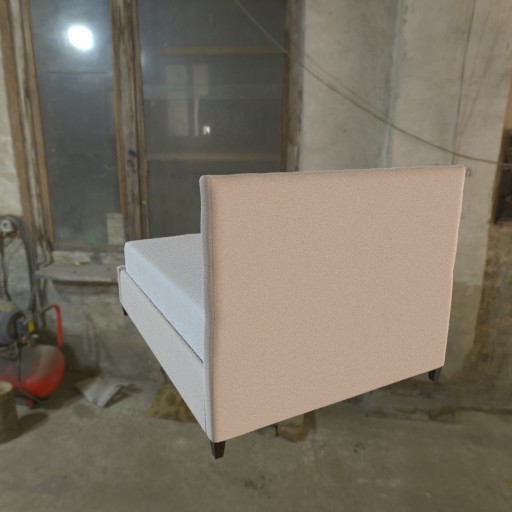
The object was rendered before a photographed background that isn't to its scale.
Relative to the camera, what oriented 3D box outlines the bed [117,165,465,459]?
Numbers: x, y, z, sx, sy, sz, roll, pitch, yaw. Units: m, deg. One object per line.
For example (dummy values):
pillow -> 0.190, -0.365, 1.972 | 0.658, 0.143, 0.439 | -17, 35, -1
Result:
bed -> 0.000, 0.000, 3.370 | 1.696, 1.426, 2.233 | -8, 17, -27
